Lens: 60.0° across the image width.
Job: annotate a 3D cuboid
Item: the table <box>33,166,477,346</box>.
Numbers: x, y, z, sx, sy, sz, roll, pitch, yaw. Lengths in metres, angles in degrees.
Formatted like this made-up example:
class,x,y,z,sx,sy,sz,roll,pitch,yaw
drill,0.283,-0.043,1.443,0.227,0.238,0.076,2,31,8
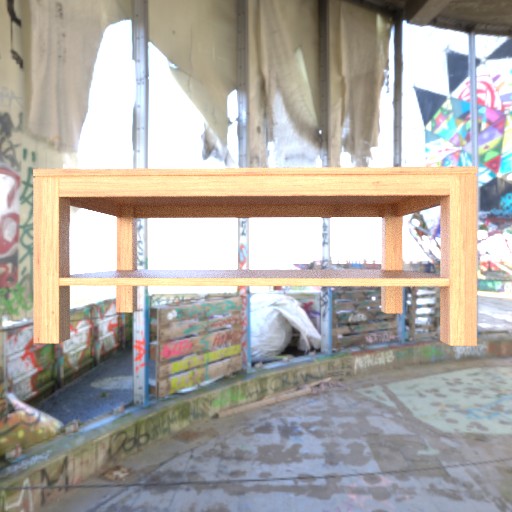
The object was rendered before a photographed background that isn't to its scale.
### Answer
class,x,y,z,sx,sy,sz,roll,pitch,yaw
table,0.000,0.000,1.490,1.146,0.457,0.695,0,0,2
